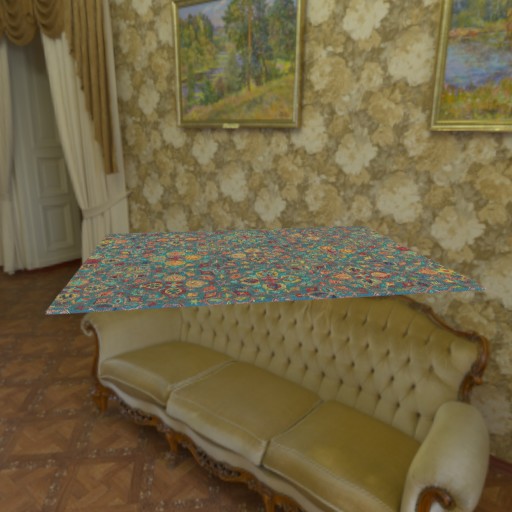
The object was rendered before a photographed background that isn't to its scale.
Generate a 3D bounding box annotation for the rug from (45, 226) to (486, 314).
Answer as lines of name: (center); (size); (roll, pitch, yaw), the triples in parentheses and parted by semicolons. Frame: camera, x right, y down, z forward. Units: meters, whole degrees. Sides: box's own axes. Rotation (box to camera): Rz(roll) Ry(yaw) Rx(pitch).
rug: (0.000, 0.000, 4.320); (3.204, 0.025, 2.434); (-2, 15, -8)
